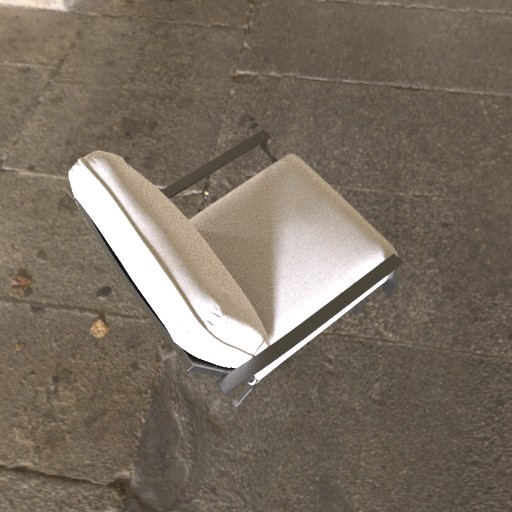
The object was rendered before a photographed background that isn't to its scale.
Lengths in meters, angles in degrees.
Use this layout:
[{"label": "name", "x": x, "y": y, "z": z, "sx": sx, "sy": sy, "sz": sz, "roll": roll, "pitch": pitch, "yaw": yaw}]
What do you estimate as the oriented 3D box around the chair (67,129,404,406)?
[{"label": "chair", "x": 0.000, "y": 0.000, "z": 1.407, "sx": 0.787, "sy": 0.860, "sz": 0.650, "roll": -33, "pitch": 65, "yaw": -17}]
